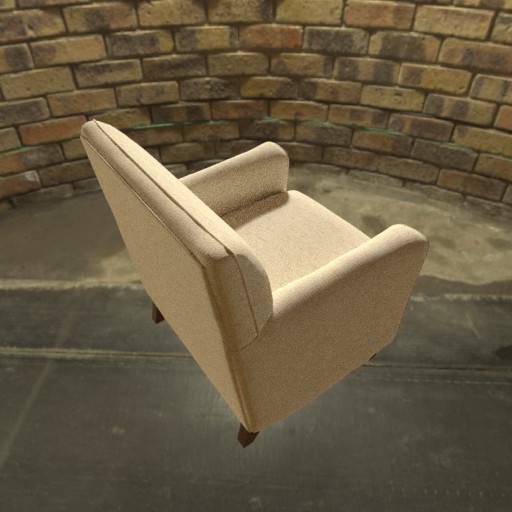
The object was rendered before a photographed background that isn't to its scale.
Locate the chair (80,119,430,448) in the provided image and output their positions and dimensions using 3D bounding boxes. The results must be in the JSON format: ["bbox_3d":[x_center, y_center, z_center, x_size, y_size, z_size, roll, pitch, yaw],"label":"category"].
[{"bbox_3d":[0.000,0.000,1.617,0.823,0.943,0.870,-25,47,-26],"label":"chair"}]
